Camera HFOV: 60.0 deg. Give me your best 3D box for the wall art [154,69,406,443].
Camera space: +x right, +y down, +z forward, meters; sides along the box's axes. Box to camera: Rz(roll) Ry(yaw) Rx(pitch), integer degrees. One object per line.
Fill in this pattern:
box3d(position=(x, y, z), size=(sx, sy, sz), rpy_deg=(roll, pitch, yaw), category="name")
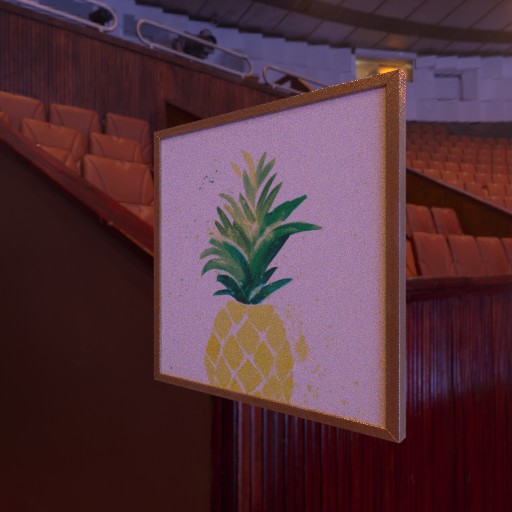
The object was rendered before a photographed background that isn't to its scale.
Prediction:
box3d(position=(0.000, 0.000, 1.146), size=(0.762, 0.760, 0.037), rpy_deg=(0, 0, 37), category="wall art")
